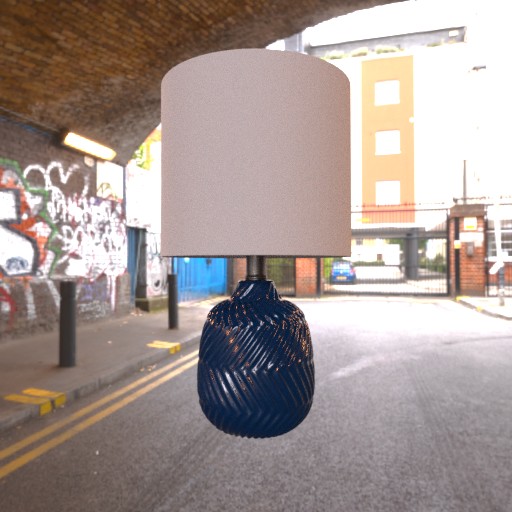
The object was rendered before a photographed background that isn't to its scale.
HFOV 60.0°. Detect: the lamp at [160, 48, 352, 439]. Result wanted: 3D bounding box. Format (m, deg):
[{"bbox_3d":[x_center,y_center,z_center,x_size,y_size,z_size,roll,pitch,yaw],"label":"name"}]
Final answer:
[{"bbox_3d":[0.000,0.000,0.482,0.203,0.368,0.203,1,-1,-36],"label":"lamp"}]
